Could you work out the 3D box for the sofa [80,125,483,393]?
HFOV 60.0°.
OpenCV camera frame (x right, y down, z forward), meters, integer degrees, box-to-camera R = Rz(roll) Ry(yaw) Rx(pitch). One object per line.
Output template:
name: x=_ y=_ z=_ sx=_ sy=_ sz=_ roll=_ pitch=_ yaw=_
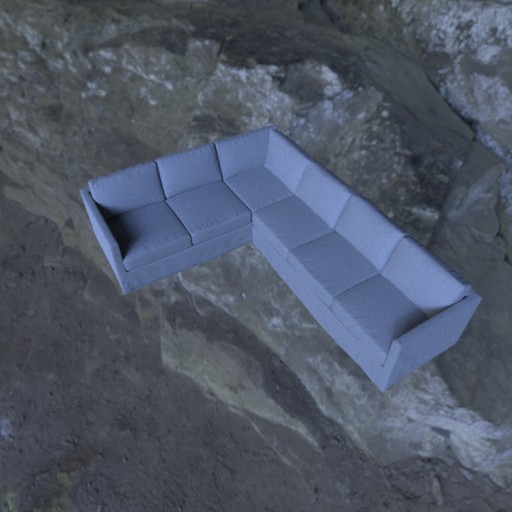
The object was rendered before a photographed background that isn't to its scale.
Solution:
sofa: x=0.000 y=0.000 z=4.299 sx=2.432 sy=0.871 sz=3.182 roll=-23 pitch=50 yaw=-21
